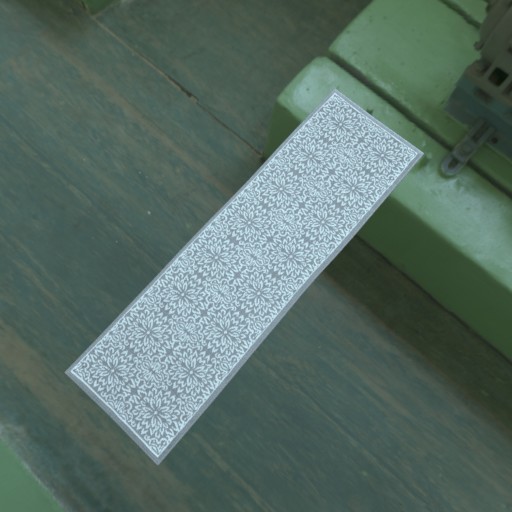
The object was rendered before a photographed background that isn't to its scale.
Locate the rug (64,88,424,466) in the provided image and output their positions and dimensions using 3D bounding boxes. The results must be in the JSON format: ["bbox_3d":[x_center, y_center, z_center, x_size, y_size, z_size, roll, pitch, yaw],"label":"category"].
[{"bbox_3d":[0.000,0.000,2.397,0.662,0.011,2.196,40,79,10],"label":"rug"}]
